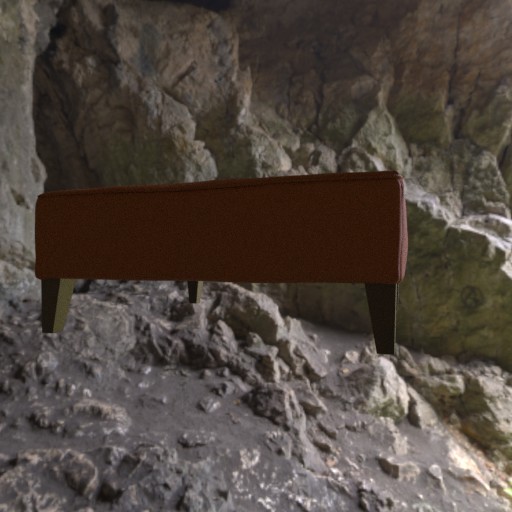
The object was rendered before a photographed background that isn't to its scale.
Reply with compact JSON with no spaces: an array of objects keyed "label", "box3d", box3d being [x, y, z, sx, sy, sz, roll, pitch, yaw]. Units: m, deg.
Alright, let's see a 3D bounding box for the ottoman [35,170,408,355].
[{"label":"ottoman","box3d":[0.000,0.000,1.548,0.999,0.438,0.997,0,-1,18]}]
